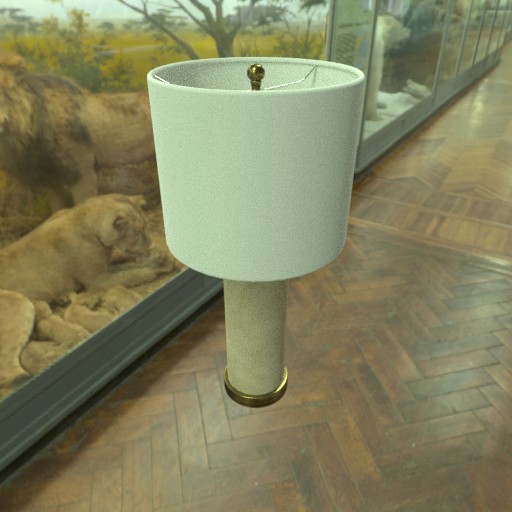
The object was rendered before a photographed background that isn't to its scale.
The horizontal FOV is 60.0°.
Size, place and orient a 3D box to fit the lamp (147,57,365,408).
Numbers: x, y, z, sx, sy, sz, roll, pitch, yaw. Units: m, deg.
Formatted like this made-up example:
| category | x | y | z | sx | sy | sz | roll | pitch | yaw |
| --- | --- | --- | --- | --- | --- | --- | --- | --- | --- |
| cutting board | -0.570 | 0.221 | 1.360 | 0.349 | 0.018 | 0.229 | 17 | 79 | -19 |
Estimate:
| category | x | y | z | sx | sy | sz | roll | pitch | yaw |
| --- | --- | --- | --- | --- | --- | --- | --- | --- | --- |
| lamp | 0.000 | 0.000 | 0.789 | 0.305 | 0.634 | 0.305 | 1 | 31 | 1 |
